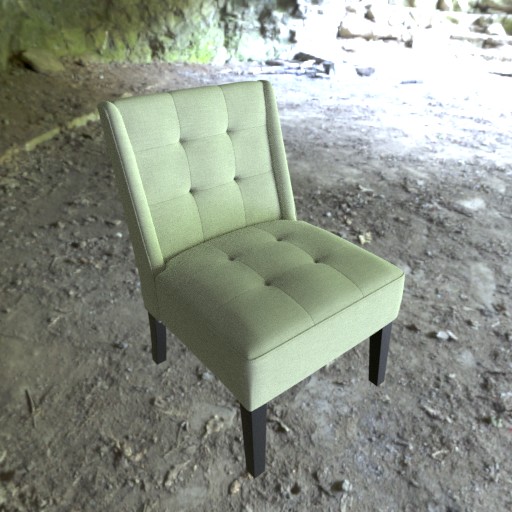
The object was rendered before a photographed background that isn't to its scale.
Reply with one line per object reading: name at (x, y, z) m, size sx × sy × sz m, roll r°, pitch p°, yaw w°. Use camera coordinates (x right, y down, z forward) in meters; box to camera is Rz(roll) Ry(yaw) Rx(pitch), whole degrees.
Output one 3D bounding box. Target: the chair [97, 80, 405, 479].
chair at (0.000, 0.000, 1.294) m, size 0.569 × 0.853 × 0.676 m, roll -22°, pitch 37°, yaw -32°
